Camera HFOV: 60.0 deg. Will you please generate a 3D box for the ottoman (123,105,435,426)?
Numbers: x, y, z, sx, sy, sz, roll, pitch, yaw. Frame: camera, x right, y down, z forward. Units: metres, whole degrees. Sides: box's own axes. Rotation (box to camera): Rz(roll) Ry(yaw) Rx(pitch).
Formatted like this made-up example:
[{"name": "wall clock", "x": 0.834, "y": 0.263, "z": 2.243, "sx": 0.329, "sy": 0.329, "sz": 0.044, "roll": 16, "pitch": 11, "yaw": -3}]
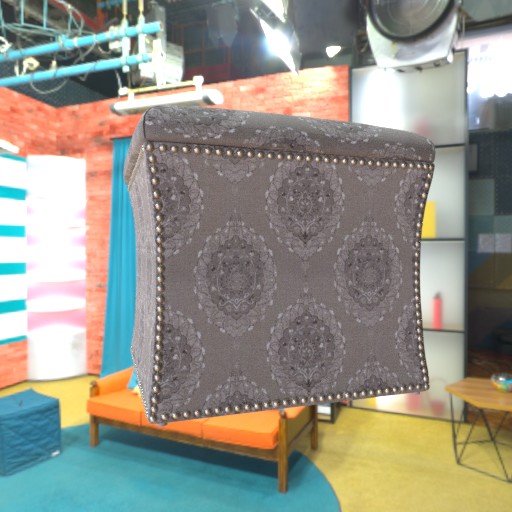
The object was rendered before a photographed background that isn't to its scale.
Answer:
[{"name": "ottoman", "x": 0.000, "y": 0.000, "z": 0.901, "sx": 0.507, "sy": 0.473, "sz": 0.497, "roll": 0, "pitch": 1, "yaw": -19}]
